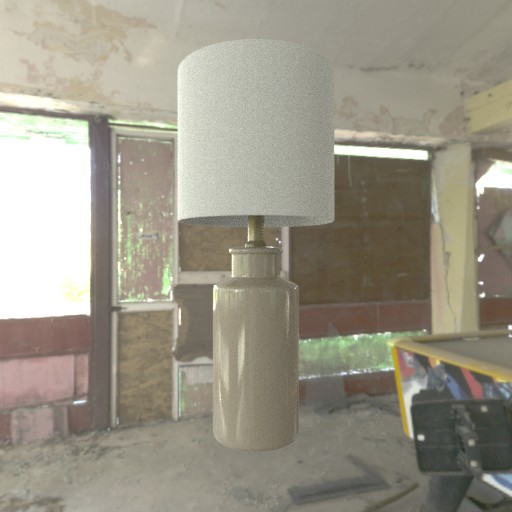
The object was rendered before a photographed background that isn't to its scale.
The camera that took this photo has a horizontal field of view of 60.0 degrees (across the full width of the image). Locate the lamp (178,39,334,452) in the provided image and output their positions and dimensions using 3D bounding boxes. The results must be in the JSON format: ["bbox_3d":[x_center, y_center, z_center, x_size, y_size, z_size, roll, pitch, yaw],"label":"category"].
[{"bbox_3d":[0.000,0.000,0.608,0.212,0.493,0.212,0,0,17],"label":"lamp"}]
